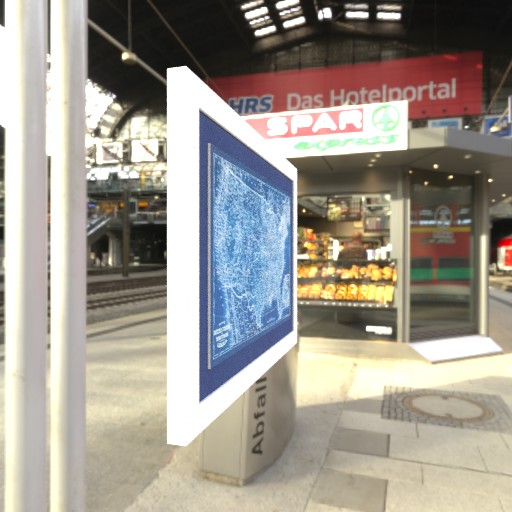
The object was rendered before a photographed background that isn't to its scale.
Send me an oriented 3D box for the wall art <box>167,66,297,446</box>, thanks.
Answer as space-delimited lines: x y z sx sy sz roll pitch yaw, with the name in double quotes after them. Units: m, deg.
0.000 0.000 1.685 0.051 0.902 1.308 0 0 17 "wall art"
